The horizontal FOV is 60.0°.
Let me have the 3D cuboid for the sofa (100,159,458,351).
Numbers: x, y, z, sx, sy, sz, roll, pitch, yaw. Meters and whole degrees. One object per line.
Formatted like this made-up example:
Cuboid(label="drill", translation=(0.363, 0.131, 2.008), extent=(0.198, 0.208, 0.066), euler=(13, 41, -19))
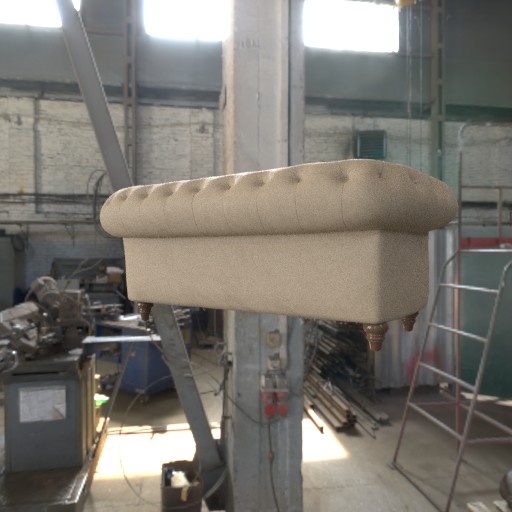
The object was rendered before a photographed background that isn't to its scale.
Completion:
Cuboid(label="sofa", translation=(0.000, 0.000, 2.550), extent=(1.988, 0.835, 1.069), euler=(0, 1, 35))
